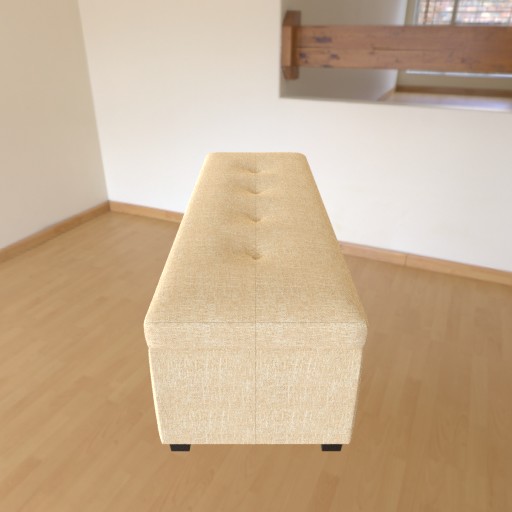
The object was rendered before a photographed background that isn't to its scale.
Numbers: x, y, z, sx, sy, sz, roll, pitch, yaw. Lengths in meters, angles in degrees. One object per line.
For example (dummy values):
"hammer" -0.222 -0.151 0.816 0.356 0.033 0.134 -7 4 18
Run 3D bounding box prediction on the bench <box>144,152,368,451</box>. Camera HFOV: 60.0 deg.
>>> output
"bench" 0.000 0.000 1.440 0.432 0.406 1.219 0 28 0
